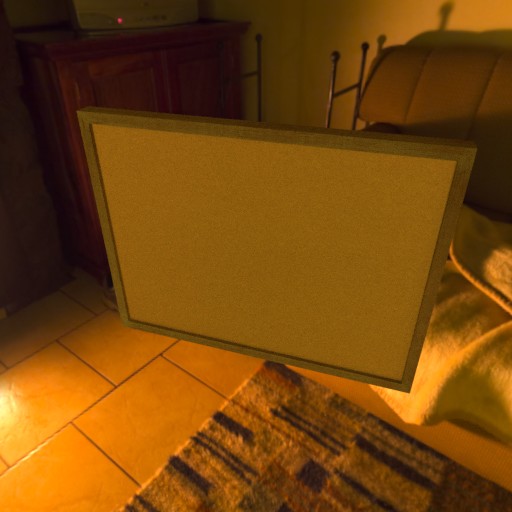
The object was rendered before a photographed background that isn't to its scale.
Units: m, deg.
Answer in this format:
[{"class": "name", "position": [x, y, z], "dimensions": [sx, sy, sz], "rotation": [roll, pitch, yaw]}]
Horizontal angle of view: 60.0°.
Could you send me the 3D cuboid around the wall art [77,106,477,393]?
[{"class": "wall art", "position": [0.000, 0.000, 1.706], "dimensions": [1.320, 1.009, 0.070], "rotation": [10, 34, 15]}]
